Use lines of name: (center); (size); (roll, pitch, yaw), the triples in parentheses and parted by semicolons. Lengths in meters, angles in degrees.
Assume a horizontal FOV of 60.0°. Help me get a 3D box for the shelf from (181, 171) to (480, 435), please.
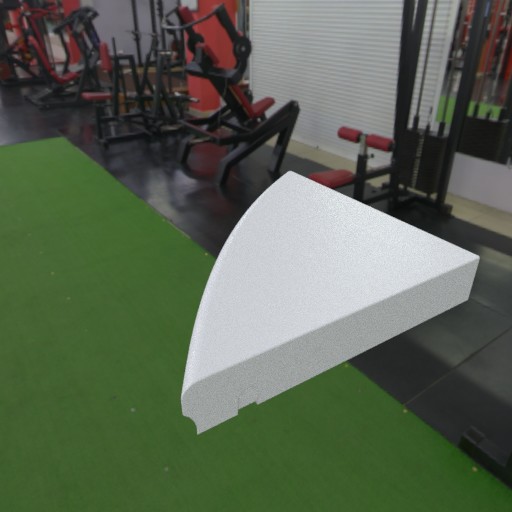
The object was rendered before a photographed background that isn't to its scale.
shelf: (0.000, 0.000, 0.473); (0.310, 0.050, 0.310); (-18, 34, -28)
